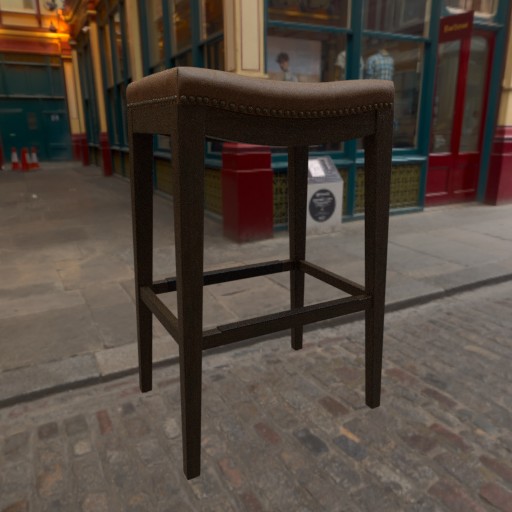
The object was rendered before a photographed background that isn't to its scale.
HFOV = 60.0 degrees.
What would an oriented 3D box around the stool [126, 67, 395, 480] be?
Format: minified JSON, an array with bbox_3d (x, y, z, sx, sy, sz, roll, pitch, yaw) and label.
[{"bbox_3d":[0.000,0.000,1.024,0.500,0.759,0.361,-9,18,-27],"label":"stool"}]
